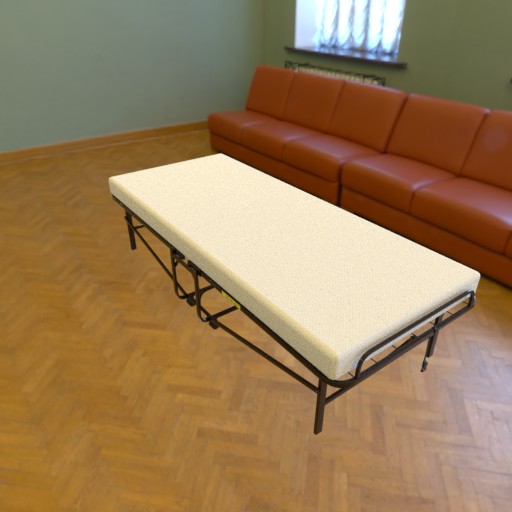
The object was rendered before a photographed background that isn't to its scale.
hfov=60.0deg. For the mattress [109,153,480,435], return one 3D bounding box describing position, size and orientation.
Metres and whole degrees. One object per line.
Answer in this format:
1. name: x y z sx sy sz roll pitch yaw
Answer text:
1. mattress: 0.000 0.000 2.525 0.922 0.519 2.153 -20 36 -31
